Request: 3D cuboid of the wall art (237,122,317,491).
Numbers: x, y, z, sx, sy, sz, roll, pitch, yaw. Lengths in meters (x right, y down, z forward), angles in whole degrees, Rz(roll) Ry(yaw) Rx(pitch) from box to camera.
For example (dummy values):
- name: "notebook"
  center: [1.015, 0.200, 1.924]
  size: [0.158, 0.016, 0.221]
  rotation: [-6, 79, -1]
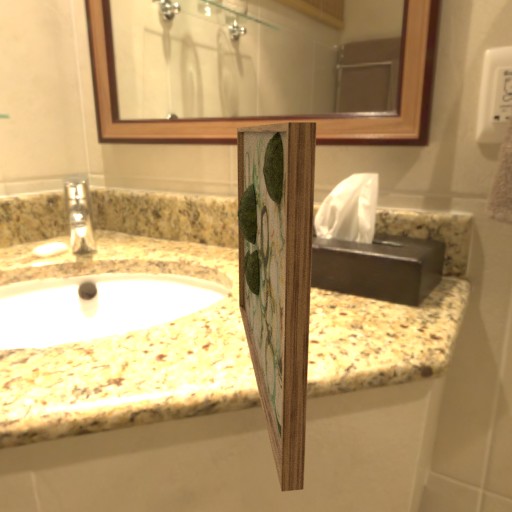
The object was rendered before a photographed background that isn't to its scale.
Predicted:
- name: "wall art"
  center: [0.000, 0.000, 1.085]
  size: [0.063, 0.609, 0.841]
  rotation: [-2, 16, -7]
